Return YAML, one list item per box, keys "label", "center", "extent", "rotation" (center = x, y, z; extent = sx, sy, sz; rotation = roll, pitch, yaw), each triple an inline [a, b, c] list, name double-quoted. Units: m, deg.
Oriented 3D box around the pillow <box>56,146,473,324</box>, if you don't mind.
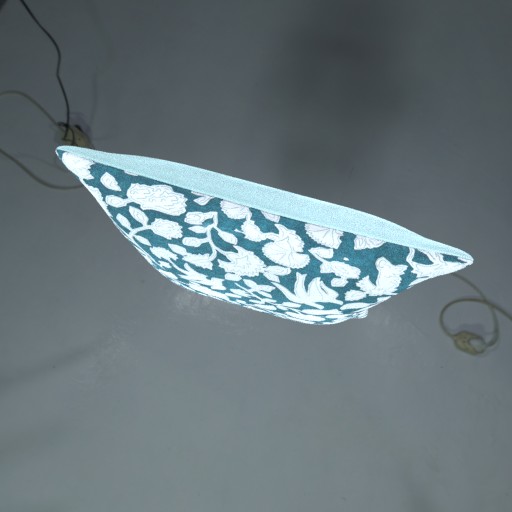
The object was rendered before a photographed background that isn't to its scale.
- label: "pillow"
  center: [0.000, 0.000, 0.776]
  extent: [0.525, 0.508, 0.166]
  rotation: [15, 77, 4]
